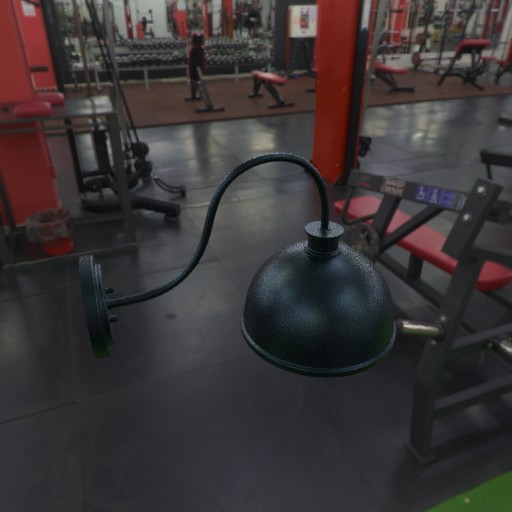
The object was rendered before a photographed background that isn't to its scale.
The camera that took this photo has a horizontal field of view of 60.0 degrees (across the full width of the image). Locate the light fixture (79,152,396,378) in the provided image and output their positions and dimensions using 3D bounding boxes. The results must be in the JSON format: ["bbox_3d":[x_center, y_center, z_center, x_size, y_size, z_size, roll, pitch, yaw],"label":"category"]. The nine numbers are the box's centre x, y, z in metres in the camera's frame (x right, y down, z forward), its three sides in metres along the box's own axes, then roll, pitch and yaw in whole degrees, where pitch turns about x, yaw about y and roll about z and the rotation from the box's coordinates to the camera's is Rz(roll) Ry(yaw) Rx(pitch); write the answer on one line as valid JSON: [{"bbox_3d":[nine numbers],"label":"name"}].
[{"bbox_3d":[0.000,0.000,0.634,0.467,0.295,0.253,-10,31,-17],"label":"light fixture"}]
